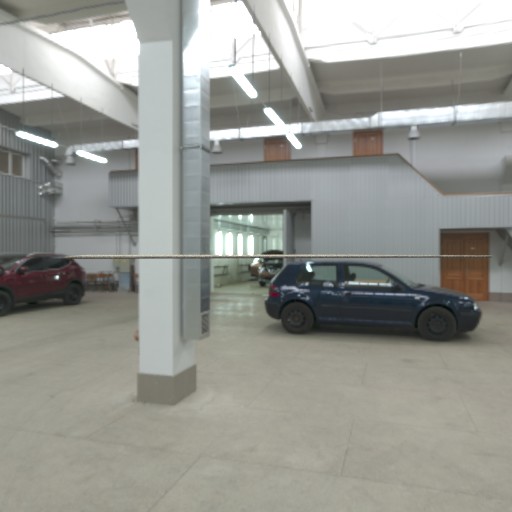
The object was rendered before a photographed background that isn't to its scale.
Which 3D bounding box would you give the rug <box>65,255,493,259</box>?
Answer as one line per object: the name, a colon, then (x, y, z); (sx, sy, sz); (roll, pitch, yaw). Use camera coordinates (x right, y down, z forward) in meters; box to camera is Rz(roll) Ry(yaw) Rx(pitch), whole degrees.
rug: (0.000, 0.000, 4.095); (3.050, 0.016, 2.441); (0, 0, -18)
